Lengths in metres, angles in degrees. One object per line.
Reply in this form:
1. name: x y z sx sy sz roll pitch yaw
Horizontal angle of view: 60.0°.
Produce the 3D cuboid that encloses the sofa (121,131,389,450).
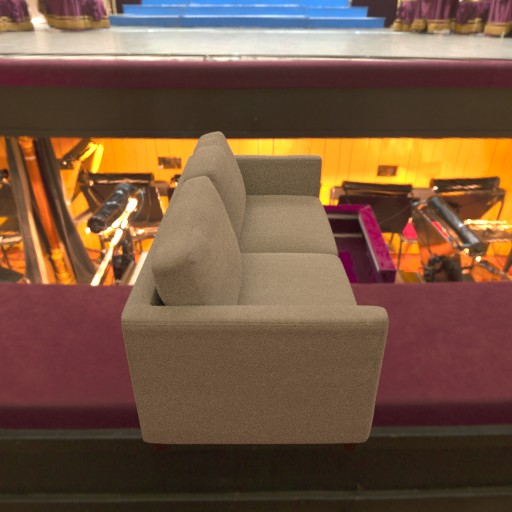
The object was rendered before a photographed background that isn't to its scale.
1. sofa: 0.000 0.000 2.423 0.950 0.963 1.884 0 30 0
